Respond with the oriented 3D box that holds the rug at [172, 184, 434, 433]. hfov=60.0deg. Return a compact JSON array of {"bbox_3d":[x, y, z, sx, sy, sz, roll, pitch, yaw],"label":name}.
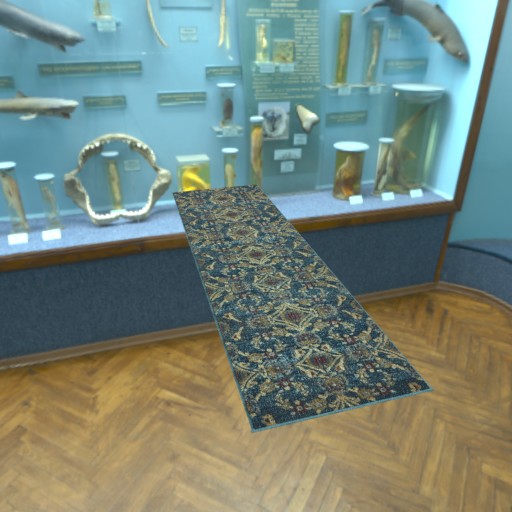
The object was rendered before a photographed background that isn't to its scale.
[{"bbox_3d":[0.000,0.000,2.482,0.685,0.014,2.292,-8,29,-14],"label":"rug"}]
